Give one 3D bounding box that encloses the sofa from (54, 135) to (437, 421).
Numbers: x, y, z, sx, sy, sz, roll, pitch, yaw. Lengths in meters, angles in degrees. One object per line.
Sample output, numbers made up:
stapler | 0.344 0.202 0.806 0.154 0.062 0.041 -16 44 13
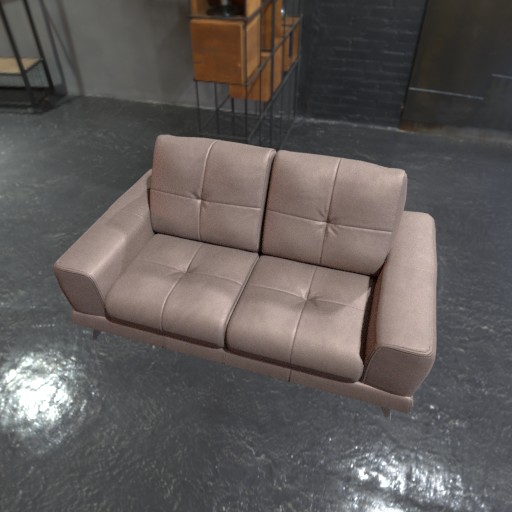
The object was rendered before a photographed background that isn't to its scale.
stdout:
sofa | 0.000 0.000 2.338 1.806 0.907 1.018 12 42 13
